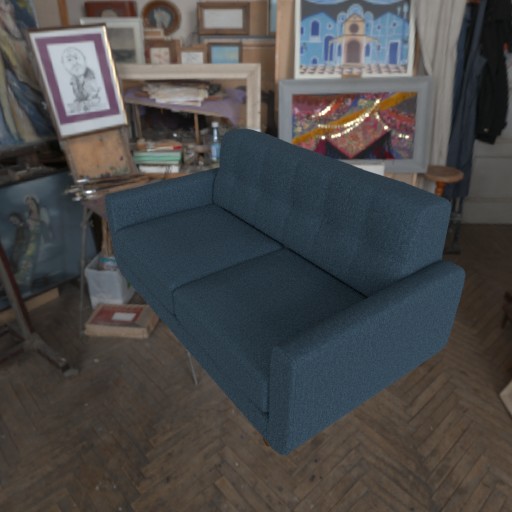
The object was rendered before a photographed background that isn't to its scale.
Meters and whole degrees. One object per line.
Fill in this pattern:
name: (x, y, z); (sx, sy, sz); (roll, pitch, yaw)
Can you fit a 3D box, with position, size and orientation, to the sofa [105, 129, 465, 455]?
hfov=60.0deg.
sofa: (0.000, 0.000, 2.205); (0.942, 0.896, 1.651); (-20, 36, -31)
